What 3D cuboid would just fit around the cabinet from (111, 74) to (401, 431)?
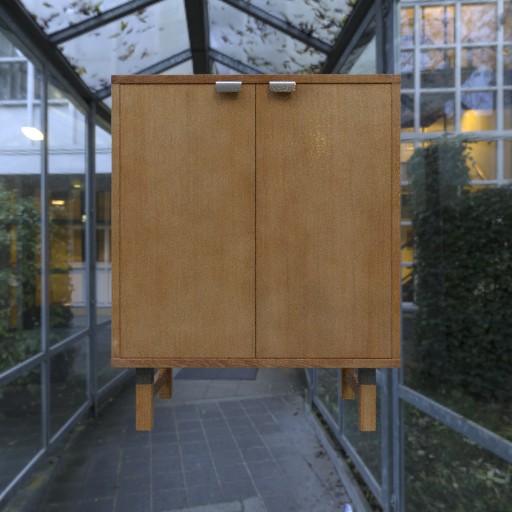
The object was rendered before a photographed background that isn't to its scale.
[{"bbox_3d":[0.000,0.000,1.413,0.800,1.001,0.419,0,0,0],"label":"cabinet"}]
